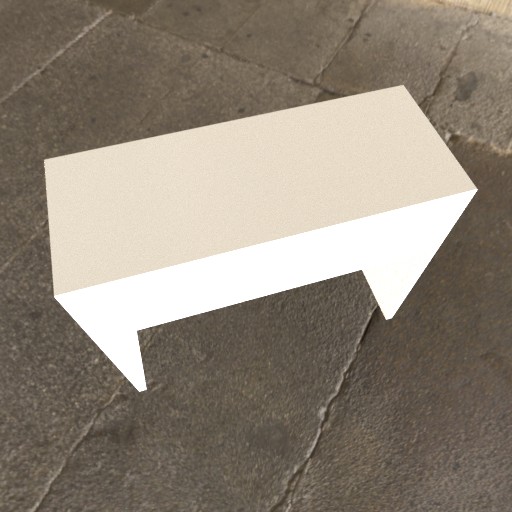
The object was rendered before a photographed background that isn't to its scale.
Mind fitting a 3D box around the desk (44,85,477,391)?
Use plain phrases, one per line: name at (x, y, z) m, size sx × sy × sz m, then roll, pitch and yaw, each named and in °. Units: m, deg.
desk at (0.000, 0.000, 1.437) m, size 1.000 × 0.790 × 0.400 m, roll -14°, pitch 60°, yaw -8°
